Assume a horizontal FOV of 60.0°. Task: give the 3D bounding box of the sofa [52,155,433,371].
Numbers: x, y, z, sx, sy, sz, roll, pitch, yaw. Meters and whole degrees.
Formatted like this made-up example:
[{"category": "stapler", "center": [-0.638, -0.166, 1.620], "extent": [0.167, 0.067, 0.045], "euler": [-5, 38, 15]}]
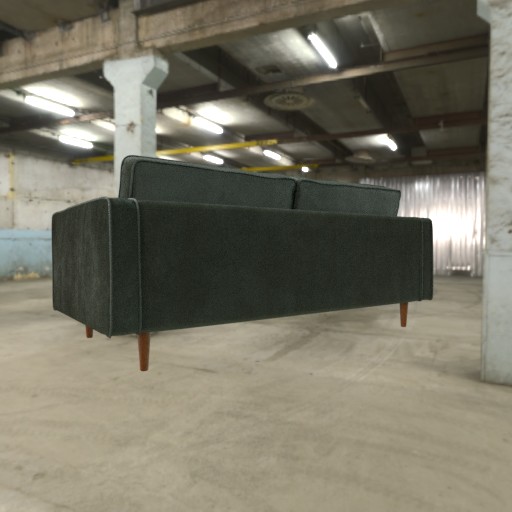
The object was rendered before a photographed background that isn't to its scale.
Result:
[{"category": "sofa", "center": [0.000, 0.000, 2.278], "extent": [1.816, 0.781, 0.886], "euler": [-1, 1, -36]}]
